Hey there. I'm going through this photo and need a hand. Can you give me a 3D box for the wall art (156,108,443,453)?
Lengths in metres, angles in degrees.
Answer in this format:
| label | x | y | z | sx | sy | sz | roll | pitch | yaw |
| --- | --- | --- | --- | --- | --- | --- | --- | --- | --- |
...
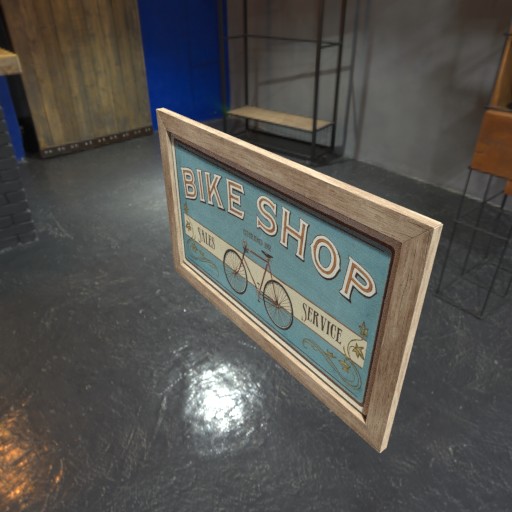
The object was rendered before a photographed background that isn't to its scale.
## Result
| label | x | y | z | sx | sy | sz | roll | pitch | yaw |
| --- | --- | --- | --- | --- | --- | --- | --- | --- | --- |
| wall art | 0.000 | 0.000 | 0.968 | 0.021 | 0.480 | 0.780 | -22 | 39 | -31 |
